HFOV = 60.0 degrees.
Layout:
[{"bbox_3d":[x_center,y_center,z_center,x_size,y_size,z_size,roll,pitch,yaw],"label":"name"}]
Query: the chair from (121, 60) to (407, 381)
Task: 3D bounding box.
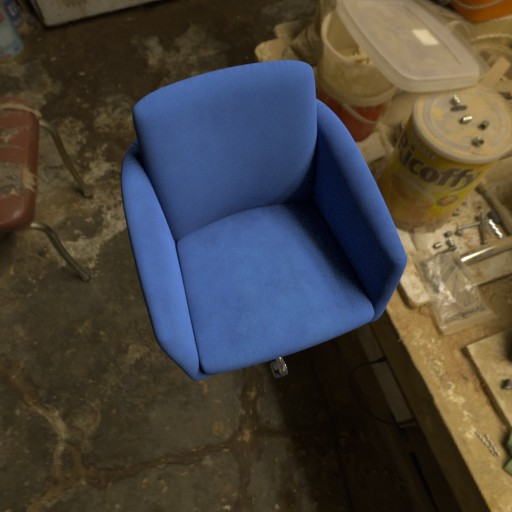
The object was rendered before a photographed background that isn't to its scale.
[{"bbox_3d":[0.000,0.000,1.338,0.641,0.908,0.635,-17,65,-8],"label":"chair"}]
